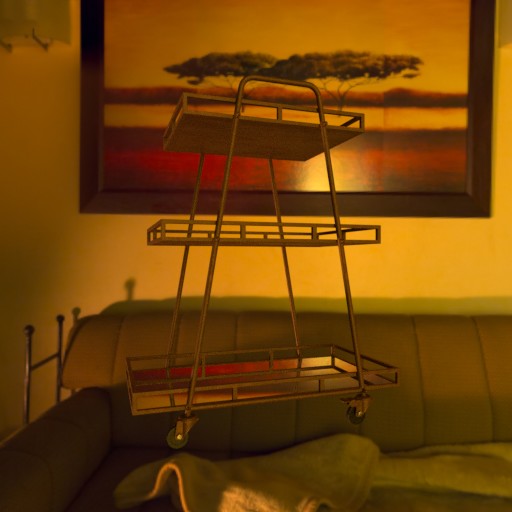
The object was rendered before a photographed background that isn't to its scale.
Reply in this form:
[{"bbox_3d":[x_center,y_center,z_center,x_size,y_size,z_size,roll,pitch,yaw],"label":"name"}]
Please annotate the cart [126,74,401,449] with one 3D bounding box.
[{"bbox_3d":[0.000,0.000,1.289,0.711,0.883,0.441,0,0,-19],"label":"cart"}]
